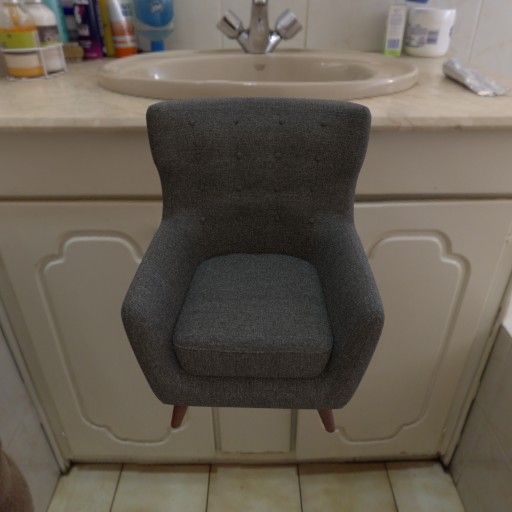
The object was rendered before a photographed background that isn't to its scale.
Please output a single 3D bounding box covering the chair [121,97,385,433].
[{"bbox_3d":[0.000,0.000,1.768,0.878,1.063,0.904,1,31,2],"label":"chair"}]
